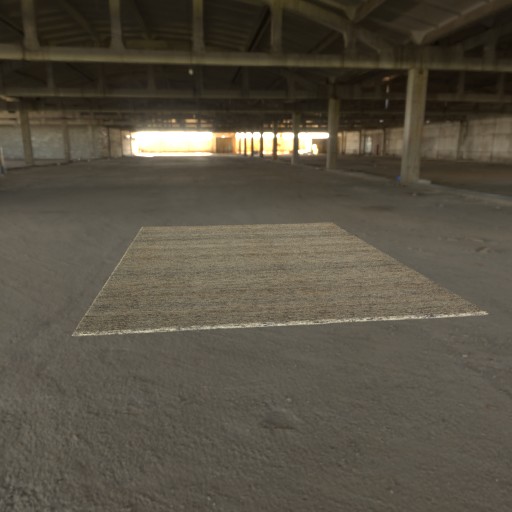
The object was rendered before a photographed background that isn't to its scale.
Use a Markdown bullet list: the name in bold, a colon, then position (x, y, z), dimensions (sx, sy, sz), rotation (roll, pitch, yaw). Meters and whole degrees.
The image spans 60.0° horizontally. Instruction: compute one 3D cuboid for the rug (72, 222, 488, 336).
- **rug**: position (0.000, 0.000, 4.066), dimensions (2.414, 0.036, 3.199), rotation (-2, 14, -7)
